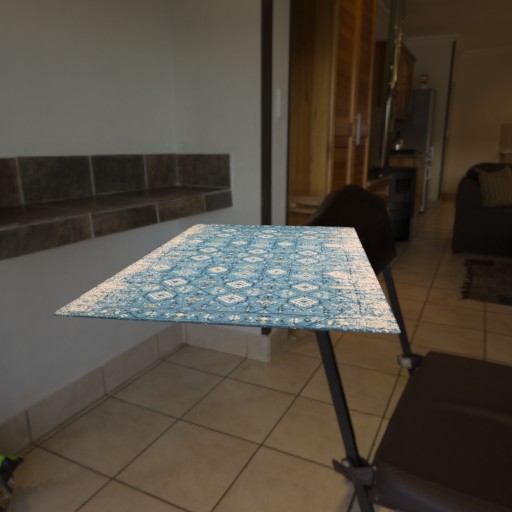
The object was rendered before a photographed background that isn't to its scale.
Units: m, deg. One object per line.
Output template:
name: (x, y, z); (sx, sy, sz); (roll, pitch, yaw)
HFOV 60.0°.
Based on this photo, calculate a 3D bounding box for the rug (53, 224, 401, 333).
rug: (0.000, 0.000, 2.226); (1.102, 0.008, 1.795); (2, 14, 8)
